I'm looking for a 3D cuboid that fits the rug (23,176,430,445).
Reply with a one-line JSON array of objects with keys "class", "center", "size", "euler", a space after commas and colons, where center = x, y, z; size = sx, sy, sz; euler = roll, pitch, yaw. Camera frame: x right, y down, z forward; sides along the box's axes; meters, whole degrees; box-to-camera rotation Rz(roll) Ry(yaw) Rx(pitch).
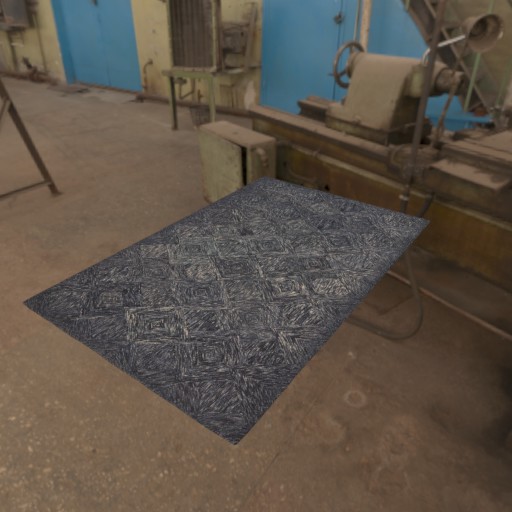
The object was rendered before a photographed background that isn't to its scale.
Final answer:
[{"class": "rug", "center": [0.000, 0.000, 2.160], "size": [1.139, 0.010, 1.754], "euler": [21, 37, 30]}]
